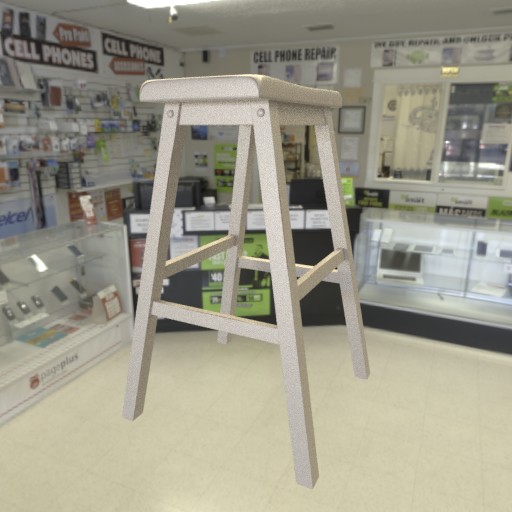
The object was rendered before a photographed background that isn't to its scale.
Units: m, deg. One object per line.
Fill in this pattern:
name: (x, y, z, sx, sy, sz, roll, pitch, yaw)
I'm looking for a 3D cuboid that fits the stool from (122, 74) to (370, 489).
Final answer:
stool: (0.000, 0.000, 1.031, 0.476, 0.737, 0.457, 8, 18, 26)
